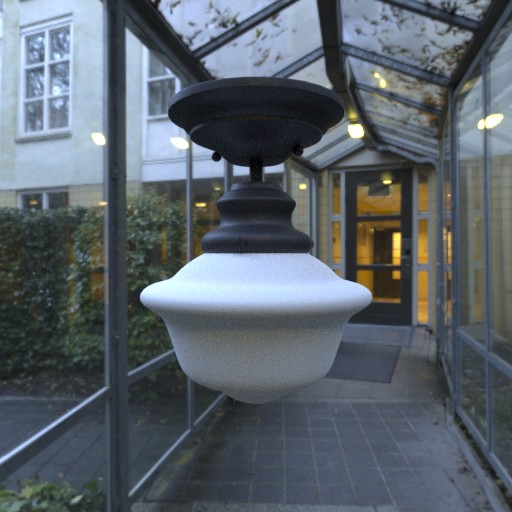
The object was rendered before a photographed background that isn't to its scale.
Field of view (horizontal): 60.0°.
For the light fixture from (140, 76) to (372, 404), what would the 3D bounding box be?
[{"bbox_3d":[0.000,0.000,0.388,0.197,0.254,0.197,0,0,0],"label":"light fixture"}]
